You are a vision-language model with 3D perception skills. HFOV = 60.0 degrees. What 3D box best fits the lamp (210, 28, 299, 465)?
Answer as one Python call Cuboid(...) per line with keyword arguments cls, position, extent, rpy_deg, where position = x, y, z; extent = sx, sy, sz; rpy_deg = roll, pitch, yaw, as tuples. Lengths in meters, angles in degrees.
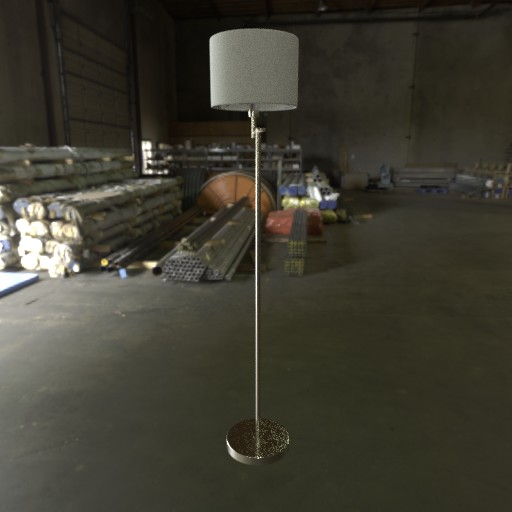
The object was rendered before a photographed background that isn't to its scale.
Cuboid(cls="lamp", position=(0.000, 0.000, 1.762), extent=(0.324, 1.600, 0.416), rpy_deg=(-2, 14, -8))
